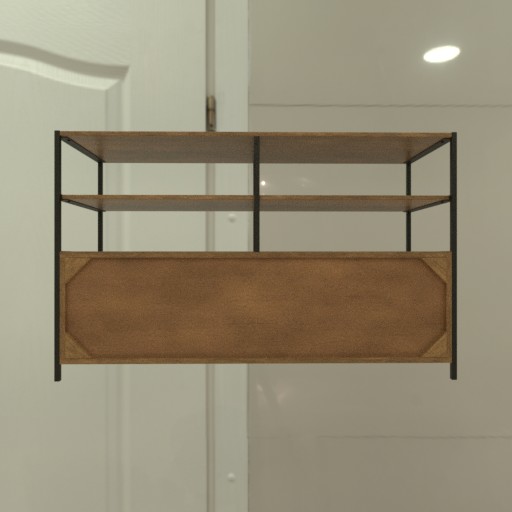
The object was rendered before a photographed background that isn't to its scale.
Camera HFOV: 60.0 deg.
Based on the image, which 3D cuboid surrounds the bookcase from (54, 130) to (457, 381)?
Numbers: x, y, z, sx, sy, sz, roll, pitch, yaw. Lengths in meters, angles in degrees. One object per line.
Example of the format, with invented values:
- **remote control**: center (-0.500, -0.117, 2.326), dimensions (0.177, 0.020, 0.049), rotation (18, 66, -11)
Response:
- **bookcase**: center (0.000, 0.000, 1.456), dimensions (1.149, 0.712, 0.391), rotation (0, 0, -1)
